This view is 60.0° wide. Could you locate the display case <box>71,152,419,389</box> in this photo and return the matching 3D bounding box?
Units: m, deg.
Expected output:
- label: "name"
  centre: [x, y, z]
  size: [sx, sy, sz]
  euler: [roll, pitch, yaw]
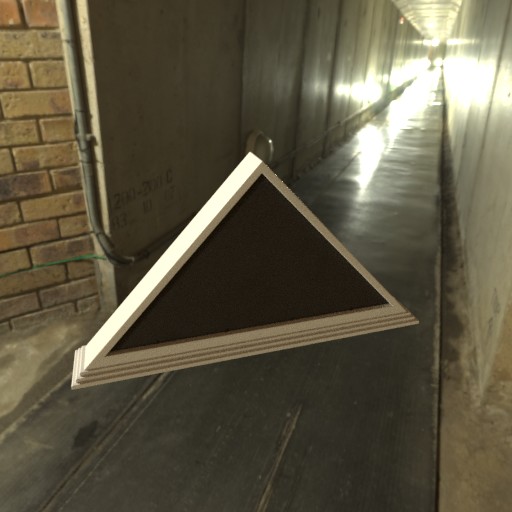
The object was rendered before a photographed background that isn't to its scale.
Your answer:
- label: "display case"
  centre: [0.000, 0.000, 0.755]
  size: [0.640, 0.340, 0.095]
  euler: [-7, 27, -15]
